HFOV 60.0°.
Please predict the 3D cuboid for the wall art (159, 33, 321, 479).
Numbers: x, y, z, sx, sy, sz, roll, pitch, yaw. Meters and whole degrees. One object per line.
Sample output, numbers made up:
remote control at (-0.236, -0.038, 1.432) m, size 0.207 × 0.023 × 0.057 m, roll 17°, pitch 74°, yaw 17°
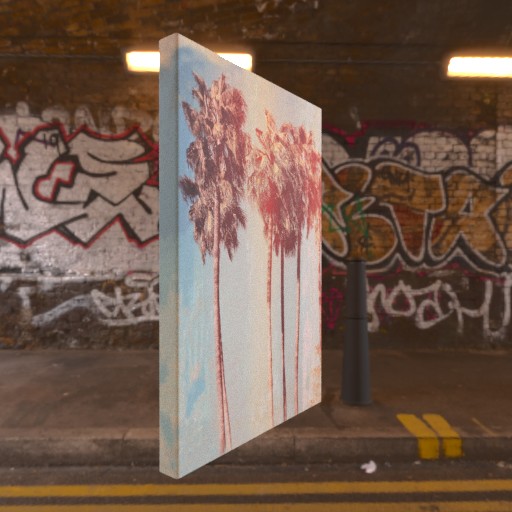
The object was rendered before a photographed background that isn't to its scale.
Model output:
wall art at (0.000, 0.000, 0.771) m, size 0.038 × 0.610 × 0.401 m, roll 0°, pitch 0°, yaw 37°
